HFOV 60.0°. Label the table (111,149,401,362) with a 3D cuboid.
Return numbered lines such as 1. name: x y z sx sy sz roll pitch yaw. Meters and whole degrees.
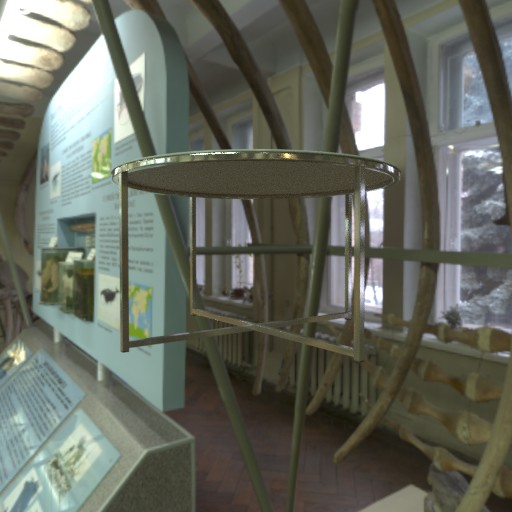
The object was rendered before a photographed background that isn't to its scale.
1. table: 0.000 0.000 1.293 0.800 0.450 0.800 0 2 0
